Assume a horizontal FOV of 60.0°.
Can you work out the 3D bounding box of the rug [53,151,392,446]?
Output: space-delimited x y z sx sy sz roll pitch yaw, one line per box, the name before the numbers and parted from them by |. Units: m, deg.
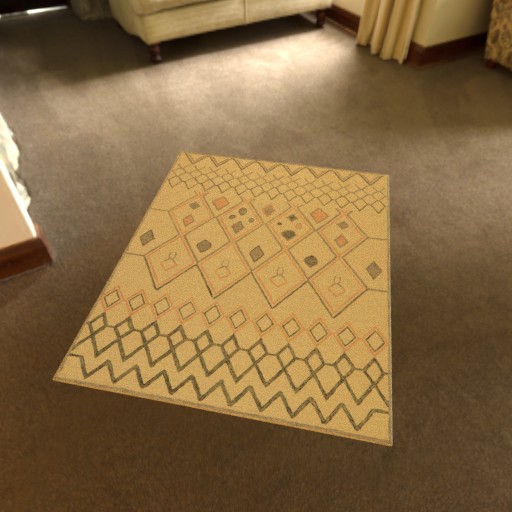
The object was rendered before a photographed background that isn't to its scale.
rug | 0.000 0.000 4.116 2.441 0.016 3.050 8 47 8
